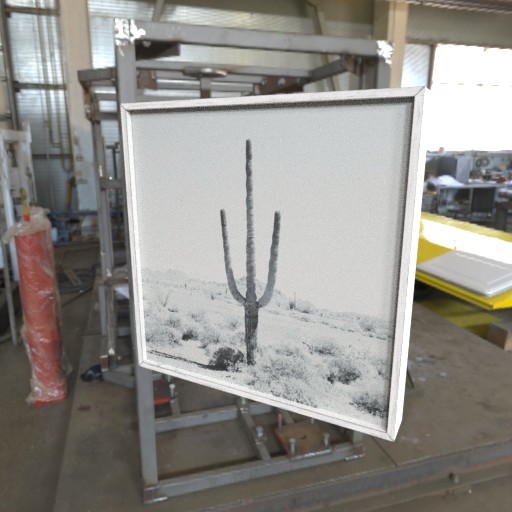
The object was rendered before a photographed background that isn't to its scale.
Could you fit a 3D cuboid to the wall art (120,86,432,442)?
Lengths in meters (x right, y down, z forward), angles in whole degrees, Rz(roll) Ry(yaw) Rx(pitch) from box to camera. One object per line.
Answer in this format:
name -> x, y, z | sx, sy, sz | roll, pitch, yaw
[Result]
wall art -> 0.000, 0.000, 0.452 | 0.305, 0.305, 0.038 | 7, 16, 27
